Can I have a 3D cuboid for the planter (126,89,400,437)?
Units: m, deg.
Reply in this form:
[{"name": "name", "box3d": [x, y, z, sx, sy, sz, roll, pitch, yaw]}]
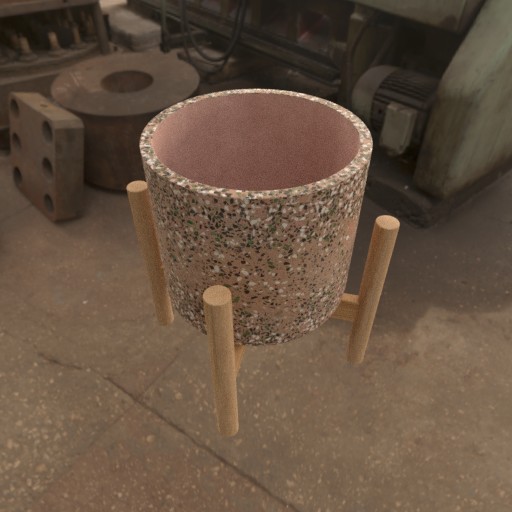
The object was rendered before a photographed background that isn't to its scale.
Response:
[{"name": "planter", "box3d": [0.000, 0.000, 0.537, 0.284, 0.320, 0.284, 26, 48, 26]}]
